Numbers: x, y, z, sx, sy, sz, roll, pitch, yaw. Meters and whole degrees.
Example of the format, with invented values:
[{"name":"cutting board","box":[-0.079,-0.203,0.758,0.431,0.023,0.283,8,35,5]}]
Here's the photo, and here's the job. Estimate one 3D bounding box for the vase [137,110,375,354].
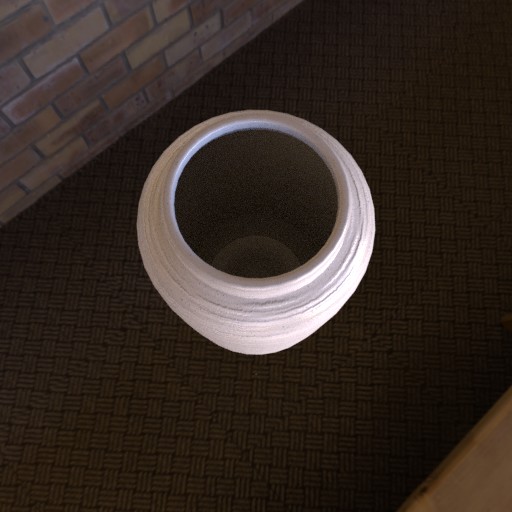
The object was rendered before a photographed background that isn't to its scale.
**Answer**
[{"name":"vase","box":[0.000,0.000,0.479,0.202,0.335,0.202,0,75,0]}]
